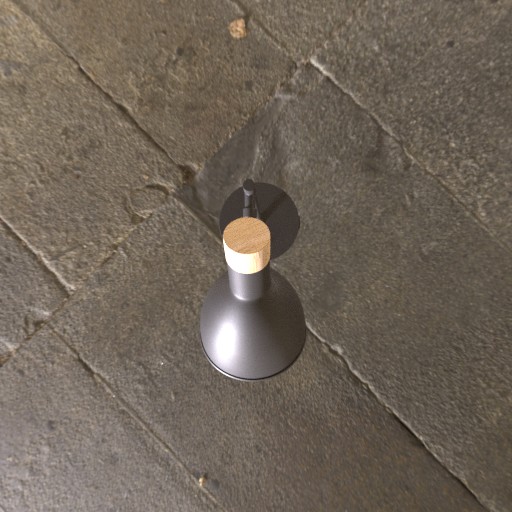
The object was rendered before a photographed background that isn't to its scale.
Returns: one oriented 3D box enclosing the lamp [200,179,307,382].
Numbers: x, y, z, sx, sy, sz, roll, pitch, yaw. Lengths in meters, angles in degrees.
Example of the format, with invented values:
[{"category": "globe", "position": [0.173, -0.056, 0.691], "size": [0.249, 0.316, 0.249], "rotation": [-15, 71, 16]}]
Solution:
[{"category": "lamp", "position": [0.000, 0.000, 0.616], "size": [0.152, 0.483, 0.287], "rotation": [0, 89, 2]}]
